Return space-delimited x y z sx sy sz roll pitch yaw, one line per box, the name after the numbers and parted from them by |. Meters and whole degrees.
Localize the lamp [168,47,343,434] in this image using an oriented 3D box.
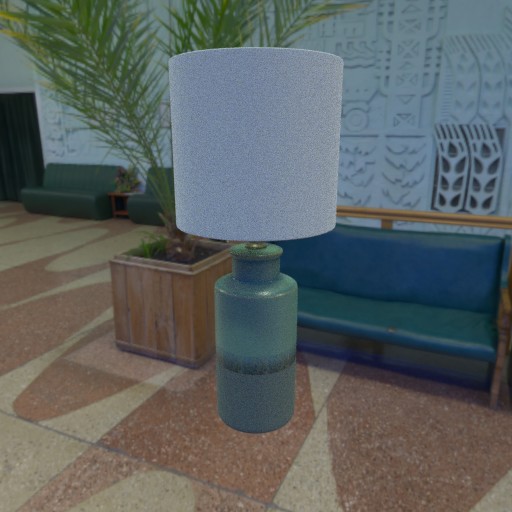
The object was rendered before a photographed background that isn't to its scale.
0.000 0.000 0.612 0.212 0.493 0.212 8 17 25 | lamp
